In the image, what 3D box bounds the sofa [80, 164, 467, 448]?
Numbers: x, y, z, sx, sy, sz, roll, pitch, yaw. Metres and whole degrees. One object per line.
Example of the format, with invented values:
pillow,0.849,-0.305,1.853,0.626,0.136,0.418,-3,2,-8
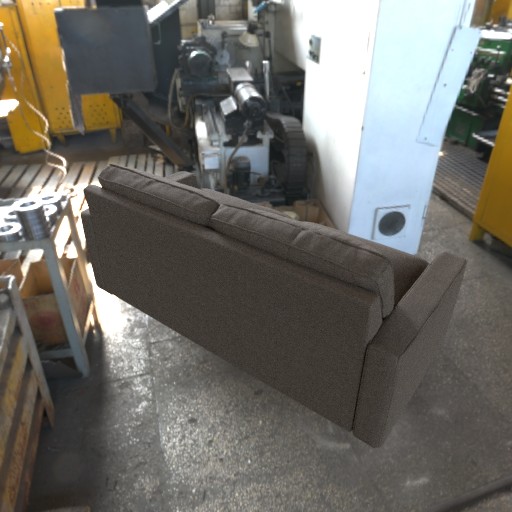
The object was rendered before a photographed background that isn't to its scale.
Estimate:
sofa,0.000,0.000,2.557,2.080,0.919,0.940,22,38,31
